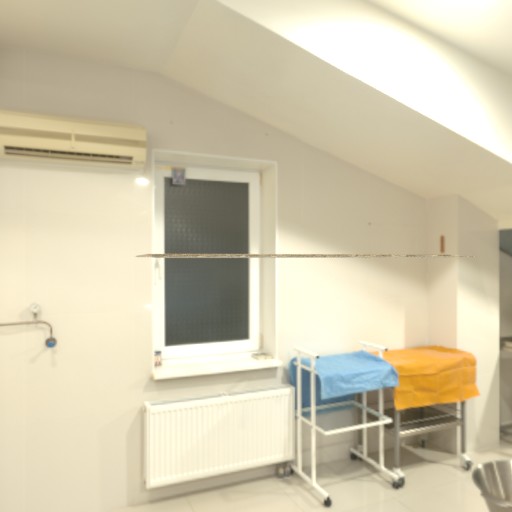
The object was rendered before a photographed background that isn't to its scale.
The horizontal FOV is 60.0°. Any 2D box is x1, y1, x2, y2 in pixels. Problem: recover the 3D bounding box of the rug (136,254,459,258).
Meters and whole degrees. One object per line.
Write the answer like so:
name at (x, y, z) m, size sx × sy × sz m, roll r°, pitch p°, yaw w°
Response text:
rug at (0.000, 0.000, 3.177) m, size 1.619 × 0.023 × 2.465 m, roll 0°, pitch 0°, yaw -17°
